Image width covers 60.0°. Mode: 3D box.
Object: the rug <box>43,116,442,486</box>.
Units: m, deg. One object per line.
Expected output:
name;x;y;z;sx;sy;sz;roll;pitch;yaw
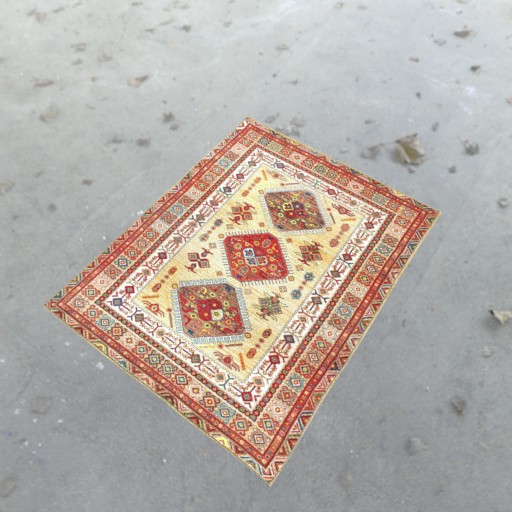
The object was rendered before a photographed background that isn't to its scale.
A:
rug;0.000;0.000;4.215;2.460;0.005;3.067;31;63;18
